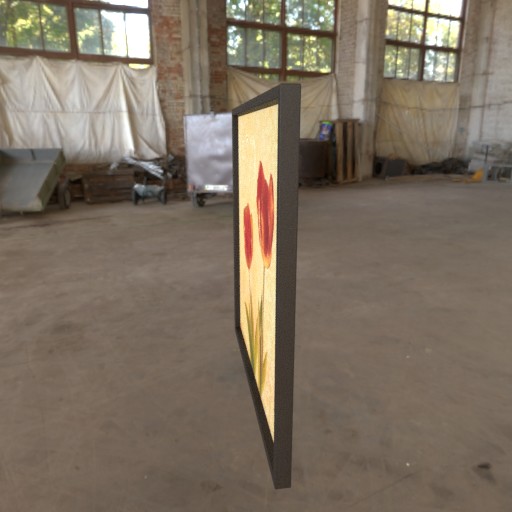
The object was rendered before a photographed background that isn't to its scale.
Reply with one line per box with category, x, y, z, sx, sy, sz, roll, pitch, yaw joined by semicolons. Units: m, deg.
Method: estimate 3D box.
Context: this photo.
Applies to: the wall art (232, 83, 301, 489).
wall art;0.000;0.000;1.218;0.043;0.807;0.805;-2;16;-8
